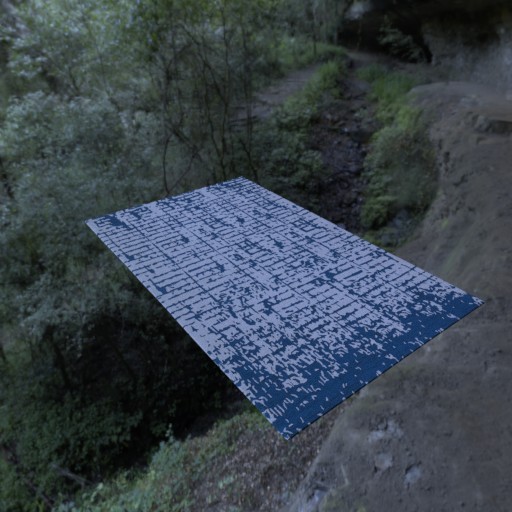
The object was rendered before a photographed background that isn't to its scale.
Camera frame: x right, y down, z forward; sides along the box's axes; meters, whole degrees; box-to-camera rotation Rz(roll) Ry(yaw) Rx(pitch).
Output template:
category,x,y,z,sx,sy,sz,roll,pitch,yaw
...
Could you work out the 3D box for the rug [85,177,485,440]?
category,x,y,z,sx,sy,sz,roll,pitch,yaw
rug,0.000,0.000,3.024,1.517,0.011,2.435,-22,38,-31
